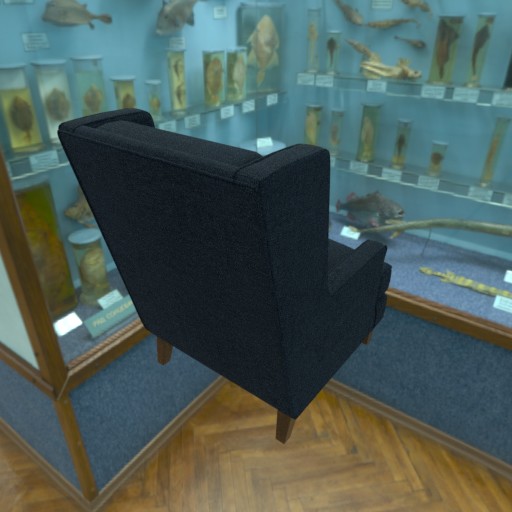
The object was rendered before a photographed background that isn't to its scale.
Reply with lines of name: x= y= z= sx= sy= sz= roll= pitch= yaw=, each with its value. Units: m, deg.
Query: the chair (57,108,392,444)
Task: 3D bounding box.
chair: x=0.000 y=0.000 z=1.681 sx=0.764 sy=1.072 sz=0.947 roll=21 pitch=37 yaw=32
